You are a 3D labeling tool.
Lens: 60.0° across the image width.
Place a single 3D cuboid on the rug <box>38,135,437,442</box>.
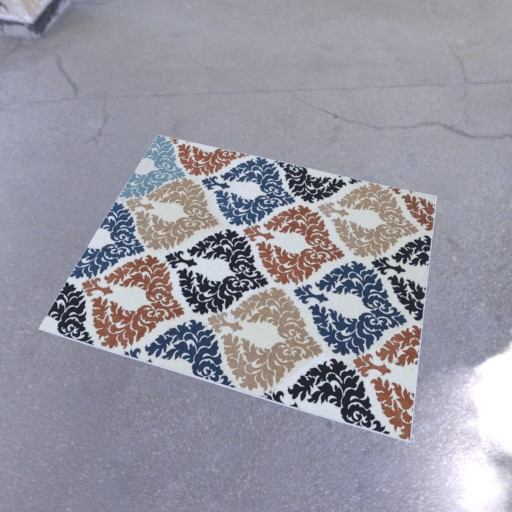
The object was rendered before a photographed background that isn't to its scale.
[{"bbox_3d":[0.000,0.000,4.034,3.040,0.014,2.423,14,58,9],"label":"rug"}]
